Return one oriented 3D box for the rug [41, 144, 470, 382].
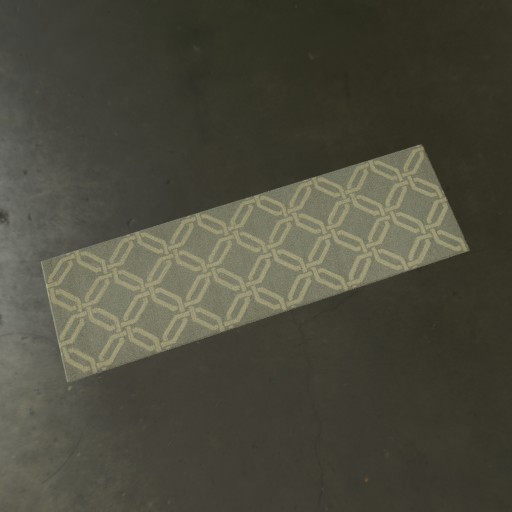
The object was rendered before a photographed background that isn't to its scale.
[{"bbox_3d":[0.000,0.000,2.451,2.276,0.014,0.678,-18,77,-4],"label":"rug"}]
